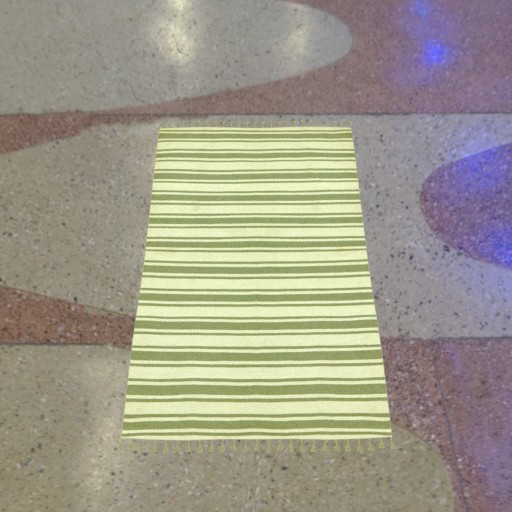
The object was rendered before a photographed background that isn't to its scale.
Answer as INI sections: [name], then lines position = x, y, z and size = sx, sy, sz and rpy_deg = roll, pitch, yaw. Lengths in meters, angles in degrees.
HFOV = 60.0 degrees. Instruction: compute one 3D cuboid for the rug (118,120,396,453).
[rug]
position = 0.000, 0.000, 2.999
size = 1.540, 0.018, 2.435
rpy_deg = 0, 63, 0
